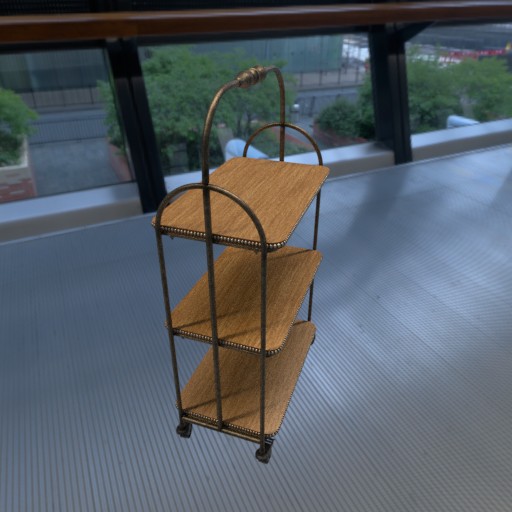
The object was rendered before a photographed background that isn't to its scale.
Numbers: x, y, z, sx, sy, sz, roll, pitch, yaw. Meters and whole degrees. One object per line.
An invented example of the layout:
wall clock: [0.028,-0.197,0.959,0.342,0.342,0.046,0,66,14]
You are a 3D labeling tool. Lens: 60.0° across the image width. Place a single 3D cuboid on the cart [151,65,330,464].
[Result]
cart: [0.000,0.000,1.327,0.330,1.052,0.650,10,32,17]
